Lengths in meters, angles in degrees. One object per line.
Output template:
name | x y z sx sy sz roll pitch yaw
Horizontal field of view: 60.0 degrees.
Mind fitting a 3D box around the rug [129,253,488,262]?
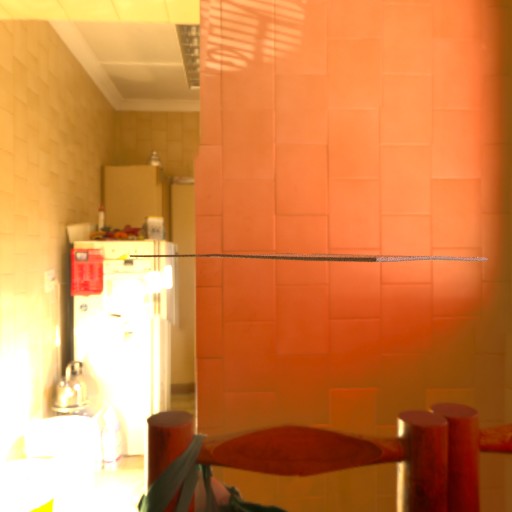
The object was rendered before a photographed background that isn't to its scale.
rug | 0.000 0.000 2.535 0.692 0.032 2.320 0 0 -35
